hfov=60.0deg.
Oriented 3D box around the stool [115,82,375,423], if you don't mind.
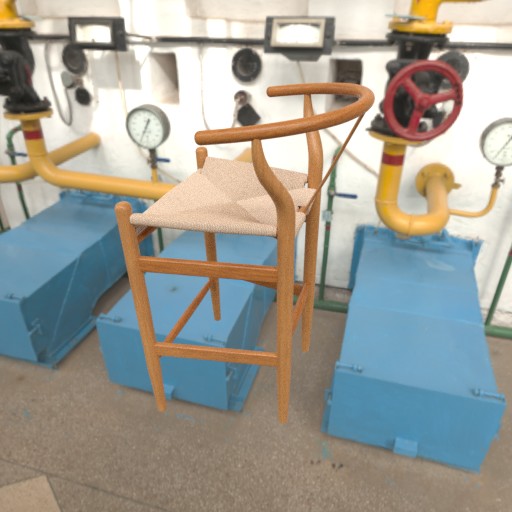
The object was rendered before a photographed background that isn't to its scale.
[{"bbox_3d":[0.000,0.000,1.347,0.579,0.970,0.569,9,32,15],"label":"stool"}]
